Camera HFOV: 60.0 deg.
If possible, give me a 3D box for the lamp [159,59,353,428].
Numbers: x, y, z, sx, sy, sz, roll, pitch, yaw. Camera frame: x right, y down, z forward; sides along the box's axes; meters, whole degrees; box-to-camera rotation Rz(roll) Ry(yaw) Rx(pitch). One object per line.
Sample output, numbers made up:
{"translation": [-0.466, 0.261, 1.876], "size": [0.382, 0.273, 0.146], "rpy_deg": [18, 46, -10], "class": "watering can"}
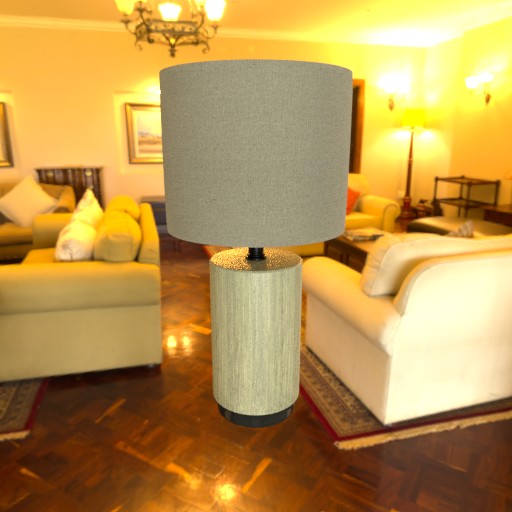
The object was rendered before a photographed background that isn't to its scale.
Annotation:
{"translation": [0.000, 0.000, 0.584], "size": [0.228, 0.444, 0.228], "rpy_deg": [7, 17, 26], "class": "lamp"}
